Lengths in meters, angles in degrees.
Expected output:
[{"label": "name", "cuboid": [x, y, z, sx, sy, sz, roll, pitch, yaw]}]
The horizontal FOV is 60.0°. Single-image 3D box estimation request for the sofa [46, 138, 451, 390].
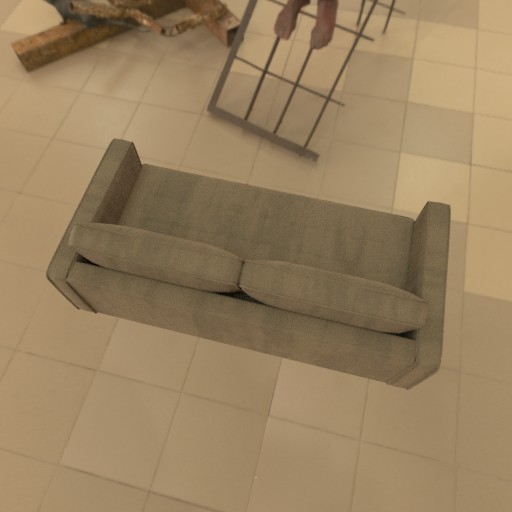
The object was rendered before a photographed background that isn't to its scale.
[{"label": "sofa", "cuboid": [0.000, 0.000, 2.417, 1.920, 0.825, 0.924, 12, 64, 6]}]
